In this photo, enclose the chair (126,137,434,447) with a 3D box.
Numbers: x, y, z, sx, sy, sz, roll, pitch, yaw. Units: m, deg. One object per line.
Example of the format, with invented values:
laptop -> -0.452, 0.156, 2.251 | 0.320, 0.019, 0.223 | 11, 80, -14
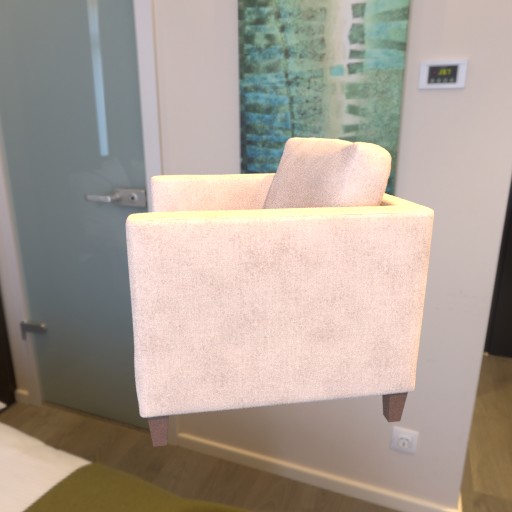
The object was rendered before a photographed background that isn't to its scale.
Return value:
chair -> 0.000, 0.000, 1.866 | 0.959, 0.961, 1.133 | -3, 17, -9
